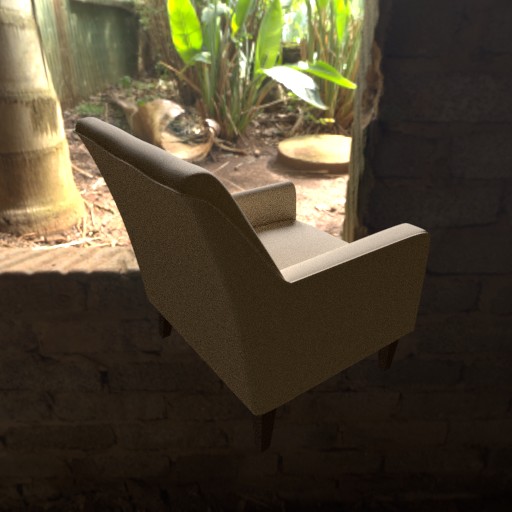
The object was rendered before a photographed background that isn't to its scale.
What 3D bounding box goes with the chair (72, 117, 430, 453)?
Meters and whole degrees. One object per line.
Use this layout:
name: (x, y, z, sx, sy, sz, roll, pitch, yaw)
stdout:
chair: (0.000, 0.000, 1.552, 0.899, 0.919, 0.780, -18, 33, -31)
